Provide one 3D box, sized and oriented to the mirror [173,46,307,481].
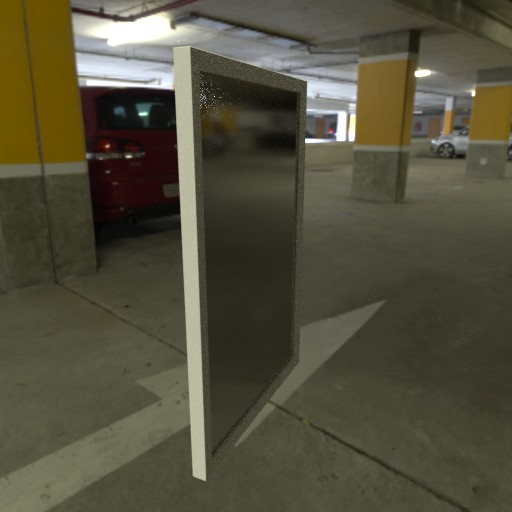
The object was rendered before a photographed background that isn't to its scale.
[{"bbox_3d":[0.000,0.000,1.164,0.041,0.914,0.609,7,17,25],"label":"mirror"}]
